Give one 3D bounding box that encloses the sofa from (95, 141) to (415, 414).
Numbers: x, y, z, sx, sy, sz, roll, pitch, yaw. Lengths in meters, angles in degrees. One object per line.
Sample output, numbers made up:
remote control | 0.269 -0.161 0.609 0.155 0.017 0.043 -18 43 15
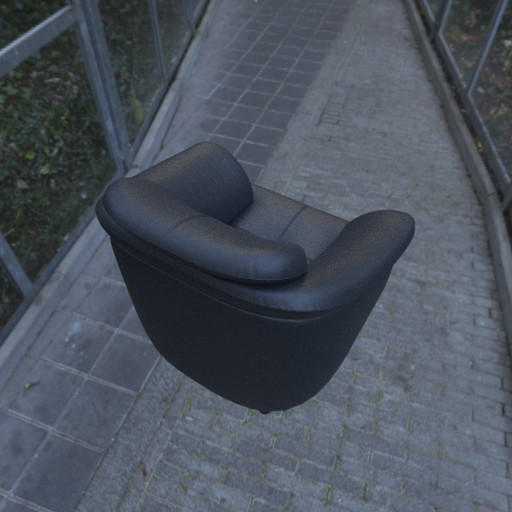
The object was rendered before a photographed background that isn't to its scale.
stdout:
sofa | 0.000 0.000 1.495 0.870 0.811 0.794 25 52 22
